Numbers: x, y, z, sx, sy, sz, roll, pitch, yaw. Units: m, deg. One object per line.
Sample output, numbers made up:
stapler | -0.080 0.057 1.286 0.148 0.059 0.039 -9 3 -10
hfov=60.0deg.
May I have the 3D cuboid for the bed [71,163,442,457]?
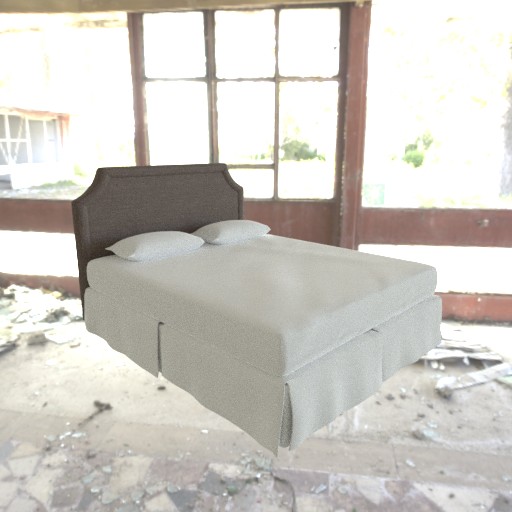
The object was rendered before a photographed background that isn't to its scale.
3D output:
bed | 0.000 0.000 4.129 2.773 1.590 2.350 13 19 43
